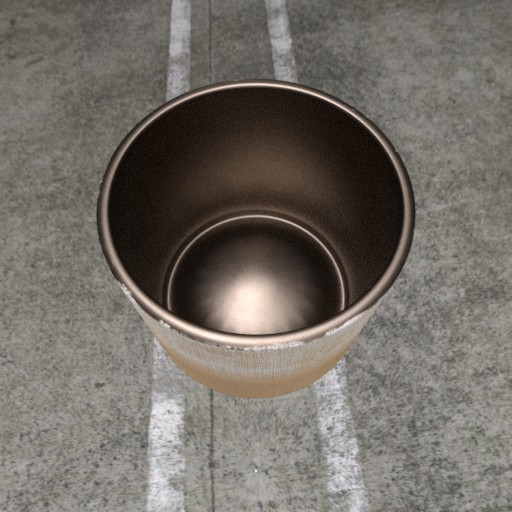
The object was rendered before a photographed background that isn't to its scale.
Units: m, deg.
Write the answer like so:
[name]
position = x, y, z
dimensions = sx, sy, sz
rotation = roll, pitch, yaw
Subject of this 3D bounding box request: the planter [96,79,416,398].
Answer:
[planter]
position = 0.000, 0.000, 0.392
dimensions = 0.221, 0.201, 0.221
rotation = 0, 64, 0
